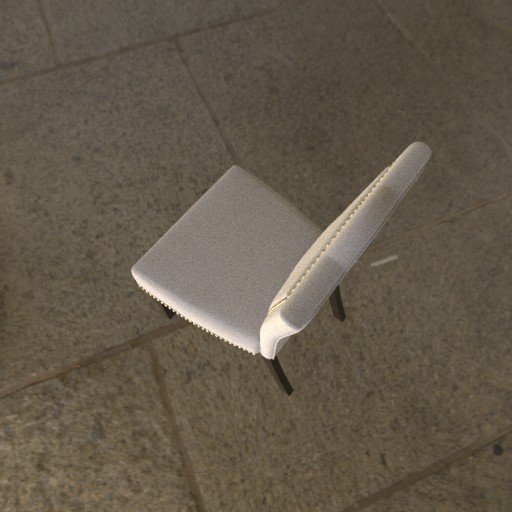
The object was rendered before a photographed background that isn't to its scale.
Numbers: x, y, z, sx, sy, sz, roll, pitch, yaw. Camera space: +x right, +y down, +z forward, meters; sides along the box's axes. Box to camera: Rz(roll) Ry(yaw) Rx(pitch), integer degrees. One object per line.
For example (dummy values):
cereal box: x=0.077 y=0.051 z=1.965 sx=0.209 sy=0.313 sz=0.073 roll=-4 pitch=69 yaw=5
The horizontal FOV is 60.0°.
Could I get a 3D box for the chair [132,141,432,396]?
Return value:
chair: x=0.000 y=0.000 z=1.304 sx=0.589 sy=0.946 sz=0.518 roll=35 pitch=69 yaw=16
